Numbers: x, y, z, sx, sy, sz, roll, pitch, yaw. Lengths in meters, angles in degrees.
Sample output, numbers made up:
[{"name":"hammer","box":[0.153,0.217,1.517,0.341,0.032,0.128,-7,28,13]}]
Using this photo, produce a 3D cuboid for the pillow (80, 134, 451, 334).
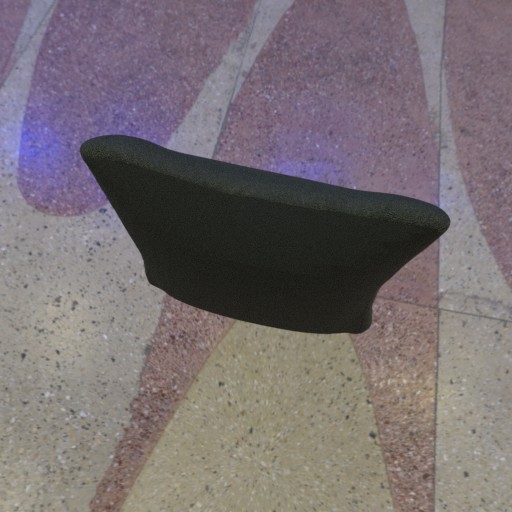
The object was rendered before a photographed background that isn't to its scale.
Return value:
[{"name":"pillow","box":[0.000,0.000,0.825,0.533,0.523,0.210,12,66,6]}]
